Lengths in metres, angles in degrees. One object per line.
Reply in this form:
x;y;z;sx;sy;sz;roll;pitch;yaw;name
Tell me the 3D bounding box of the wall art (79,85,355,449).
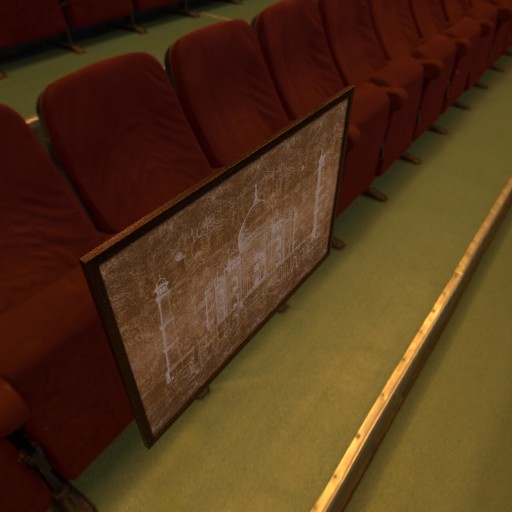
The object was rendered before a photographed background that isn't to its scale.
0.000;0.000;1.046;0.014;0.559;0.816;26;48;26;wall art
